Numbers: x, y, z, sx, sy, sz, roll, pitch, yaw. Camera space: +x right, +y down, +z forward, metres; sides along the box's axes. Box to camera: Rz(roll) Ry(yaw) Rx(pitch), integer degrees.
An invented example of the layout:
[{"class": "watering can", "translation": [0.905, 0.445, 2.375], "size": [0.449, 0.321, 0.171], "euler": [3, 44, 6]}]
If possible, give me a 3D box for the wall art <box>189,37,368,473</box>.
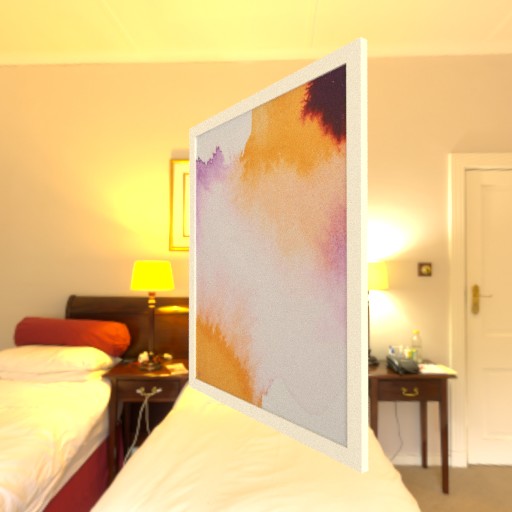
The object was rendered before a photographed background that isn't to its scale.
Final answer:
[{"class": "wall art", "translation": [0.000, 0.000, 0.765], "size": [0.012, 0.557, 0.482], "euler": [1, -1, -35]}]
